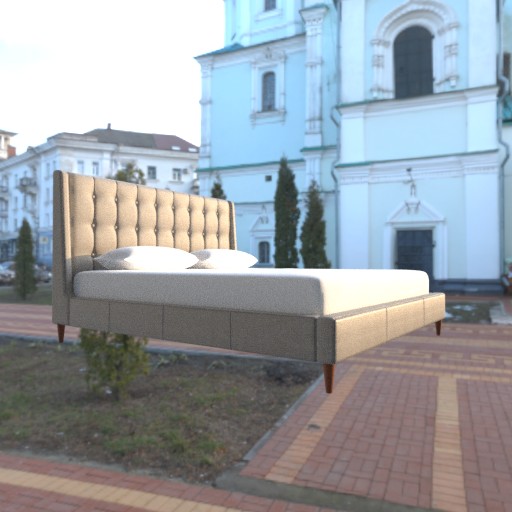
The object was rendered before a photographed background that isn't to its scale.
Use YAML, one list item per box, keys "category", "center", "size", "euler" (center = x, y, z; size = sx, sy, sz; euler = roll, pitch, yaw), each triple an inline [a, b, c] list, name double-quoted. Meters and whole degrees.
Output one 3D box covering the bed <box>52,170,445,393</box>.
- category: "bed"
  center: [0.000, 0.000, 3.480]
  size: [2.342, 1.289, 2.062]
  euler: [-1, -1, 36]
